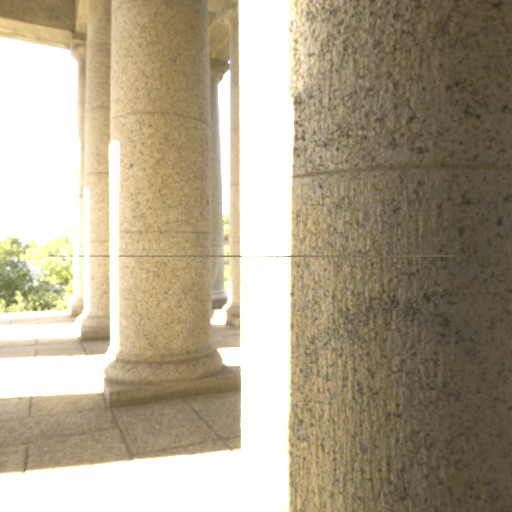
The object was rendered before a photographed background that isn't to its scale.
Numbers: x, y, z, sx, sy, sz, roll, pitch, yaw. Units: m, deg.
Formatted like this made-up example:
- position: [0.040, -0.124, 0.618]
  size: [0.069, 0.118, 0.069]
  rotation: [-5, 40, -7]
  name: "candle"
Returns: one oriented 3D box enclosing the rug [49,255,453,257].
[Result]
- position: [0.000, 0.000, 4.108]
  size: [2.977, 0.008, 2.380]
  rotation: [0, 0, 36]
  name: "rug"
